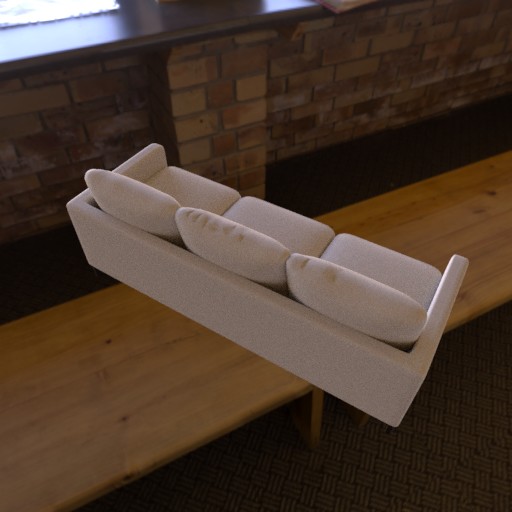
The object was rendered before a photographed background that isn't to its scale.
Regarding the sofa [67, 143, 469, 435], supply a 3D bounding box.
[{"bbox_3d":[0.000,0.000,2.702,2.218,0.874,0.859,24,51,21],"label":"sofa"}]
